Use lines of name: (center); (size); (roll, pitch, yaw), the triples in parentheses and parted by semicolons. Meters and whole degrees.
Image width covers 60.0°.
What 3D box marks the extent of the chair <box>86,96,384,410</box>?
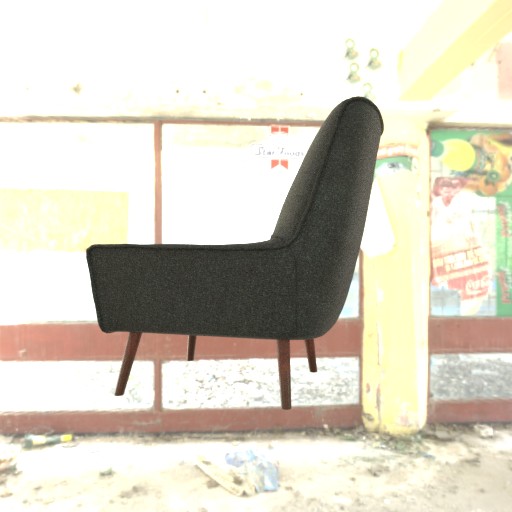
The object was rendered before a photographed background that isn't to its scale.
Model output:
chair: (0.000, 0.000, 1.541); (0.859, 0.883, 0.763); (0, -1, 17)
